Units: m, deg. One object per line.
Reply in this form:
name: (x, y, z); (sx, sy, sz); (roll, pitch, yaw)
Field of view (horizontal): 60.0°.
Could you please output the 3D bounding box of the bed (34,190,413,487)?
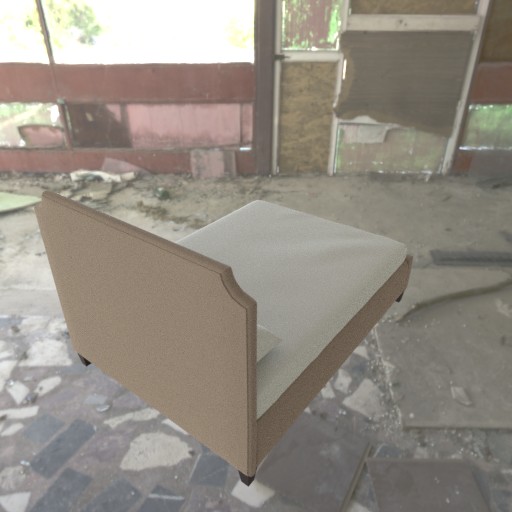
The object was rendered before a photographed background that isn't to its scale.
bed: (0.000, 0.000, 3.380); (1.713, 1.443, 2.372); (21, 37, 32)
